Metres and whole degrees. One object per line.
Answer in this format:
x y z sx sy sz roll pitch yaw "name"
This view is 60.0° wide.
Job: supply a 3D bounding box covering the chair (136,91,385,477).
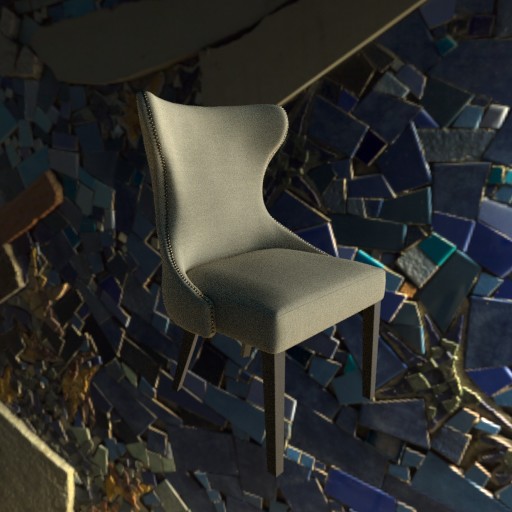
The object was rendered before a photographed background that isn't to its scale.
0.000 0.000 1.395 0.635 0.967 0.628 13 19 41 "chair"
